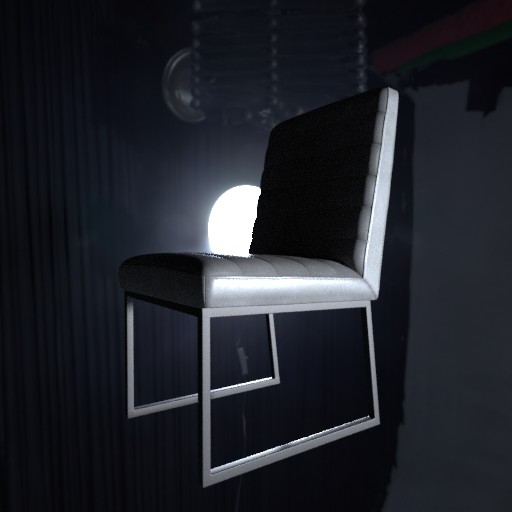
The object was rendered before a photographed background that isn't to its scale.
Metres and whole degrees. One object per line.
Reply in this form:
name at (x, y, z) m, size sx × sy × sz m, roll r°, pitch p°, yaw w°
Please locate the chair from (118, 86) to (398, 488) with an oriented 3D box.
chair at (0.000, 0.000, 1.254) m, size 0.634 × 0.930 × 0.520 m, roll -1°, pitch 2°, yaw -36°
